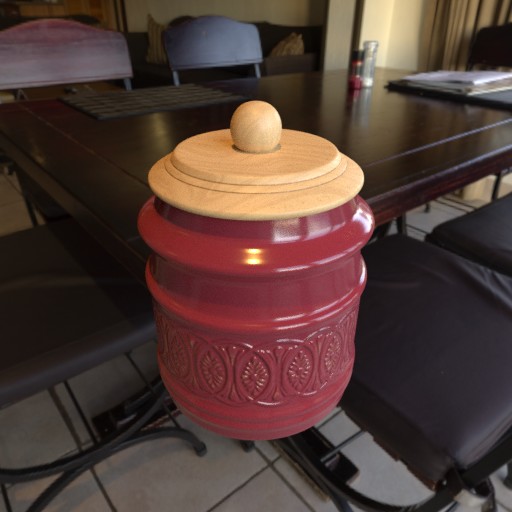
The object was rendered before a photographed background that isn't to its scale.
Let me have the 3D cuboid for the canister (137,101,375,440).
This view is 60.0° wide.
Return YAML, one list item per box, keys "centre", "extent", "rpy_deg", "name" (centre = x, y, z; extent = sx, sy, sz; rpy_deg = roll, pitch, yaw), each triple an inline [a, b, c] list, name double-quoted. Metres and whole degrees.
- centre: [0.000, 0.000, 0.263]
  extent: [0.130, 0.176, 0.130]
  rpy_deg: [0, 30, 0]
  name: "canister"
